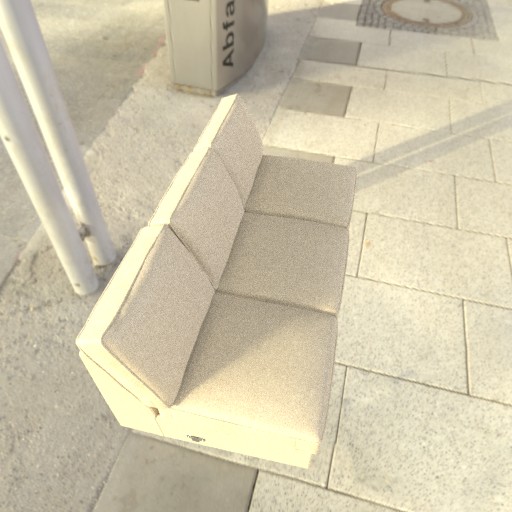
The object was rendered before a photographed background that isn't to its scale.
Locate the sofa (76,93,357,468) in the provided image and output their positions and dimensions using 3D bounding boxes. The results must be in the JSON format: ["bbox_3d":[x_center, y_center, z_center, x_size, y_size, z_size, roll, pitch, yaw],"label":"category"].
[{"bbox_3d":[0.000,0.000,2.516,1.027,0.973,1.962,10,48,9],"label":"sofa"}]
